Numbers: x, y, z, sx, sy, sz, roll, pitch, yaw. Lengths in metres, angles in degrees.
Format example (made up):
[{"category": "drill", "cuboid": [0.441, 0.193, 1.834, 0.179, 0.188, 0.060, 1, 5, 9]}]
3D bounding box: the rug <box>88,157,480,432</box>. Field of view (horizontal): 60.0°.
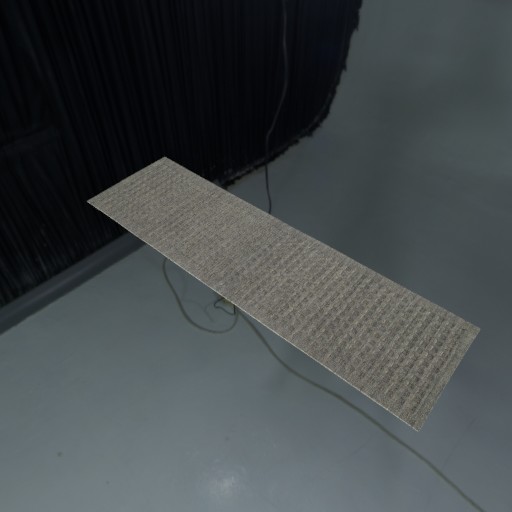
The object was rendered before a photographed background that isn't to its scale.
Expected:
[{"category": "rug", "cuboid": [0.000, 0.000, 2.653, 2.443, 0.009, 0.706, 31, 53, 27]}]
